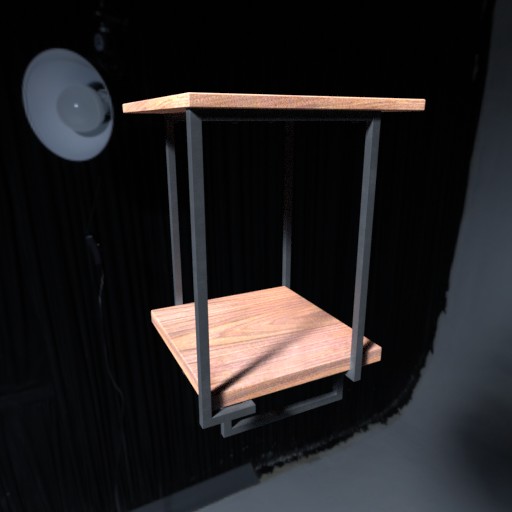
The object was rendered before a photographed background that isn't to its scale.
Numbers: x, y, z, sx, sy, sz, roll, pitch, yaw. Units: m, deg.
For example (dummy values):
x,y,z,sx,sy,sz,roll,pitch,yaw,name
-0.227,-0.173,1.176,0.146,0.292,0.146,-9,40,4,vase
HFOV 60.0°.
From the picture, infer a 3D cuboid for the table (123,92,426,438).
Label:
x,y,z,sx,sy,sz,roll,pitch,yaw,name
0.000,0.000,0.863,0.384,0.567,0.411,-8,19,-25,table
